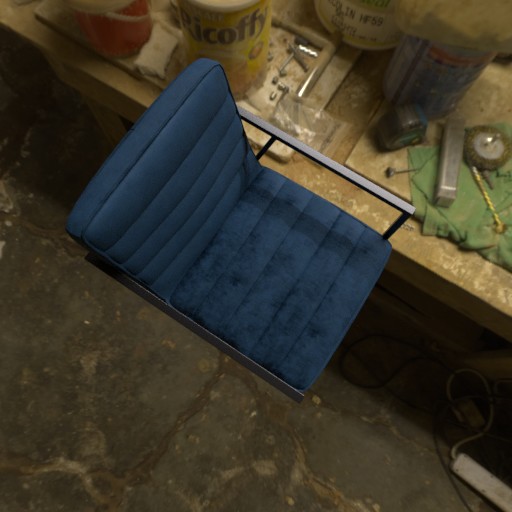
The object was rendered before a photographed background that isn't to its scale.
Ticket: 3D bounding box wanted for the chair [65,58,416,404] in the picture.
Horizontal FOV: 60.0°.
[{"bbox_3d":[0.000,0.000,1.314,0.677,0.833,0.571,32,78,8],"label":"chair"}]
